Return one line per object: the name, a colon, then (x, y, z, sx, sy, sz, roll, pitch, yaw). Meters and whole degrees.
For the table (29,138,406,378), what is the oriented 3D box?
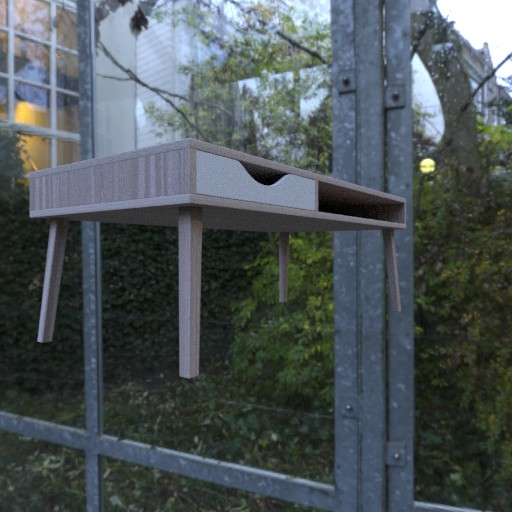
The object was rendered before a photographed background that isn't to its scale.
table: (0.000, 0.000, 1.475, 0.600, 0.450, 1.200, 0, 1, 37)
